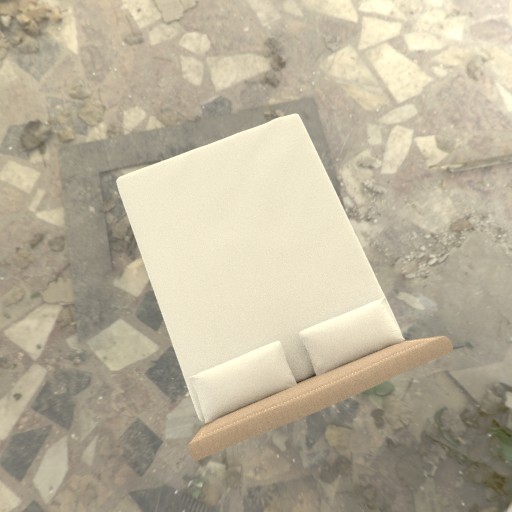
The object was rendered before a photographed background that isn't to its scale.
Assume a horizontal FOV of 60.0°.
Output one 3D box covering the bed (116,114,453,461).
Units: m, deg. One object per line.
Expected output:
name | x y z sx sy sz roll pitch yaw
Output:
bed | 0.000 0.000 3.481 1.821 1.436 2.282 -21 77 -5
